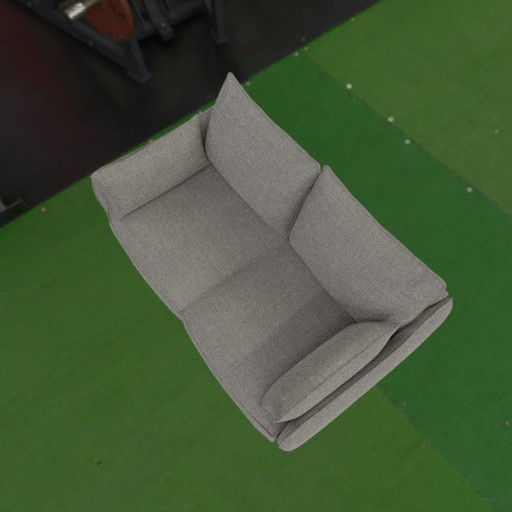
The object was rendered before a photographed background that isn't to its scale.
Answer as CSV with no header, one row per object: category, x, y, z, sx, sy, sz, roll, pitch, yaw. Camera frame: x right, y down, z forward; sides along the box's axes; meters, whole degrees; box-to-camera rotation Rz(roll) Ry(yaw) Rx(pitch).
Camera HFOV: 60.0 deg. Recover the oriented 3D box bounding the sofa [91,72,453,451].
sofa,0.000,0.000,2.148,0.972,0.851,1.580,-35,69,-16
